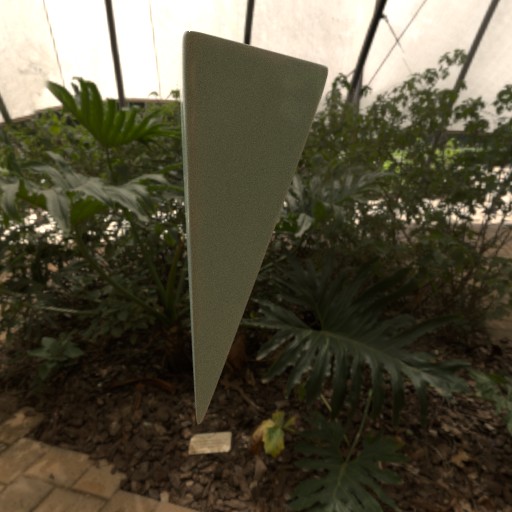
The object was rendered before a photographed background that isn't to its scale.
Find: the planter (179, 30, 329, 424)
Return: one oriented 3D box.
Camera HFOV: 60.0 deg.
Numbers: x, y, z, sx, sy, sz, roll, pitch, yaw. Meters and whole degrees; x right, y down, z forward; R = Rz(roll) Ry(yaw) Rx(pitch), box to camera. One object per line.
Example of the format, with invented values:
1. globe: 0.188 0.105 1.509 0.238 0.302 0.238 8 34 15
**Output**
1. planter: 0.000 0.000 0.210 0.064 0.178 0.080 -3 16 -10
